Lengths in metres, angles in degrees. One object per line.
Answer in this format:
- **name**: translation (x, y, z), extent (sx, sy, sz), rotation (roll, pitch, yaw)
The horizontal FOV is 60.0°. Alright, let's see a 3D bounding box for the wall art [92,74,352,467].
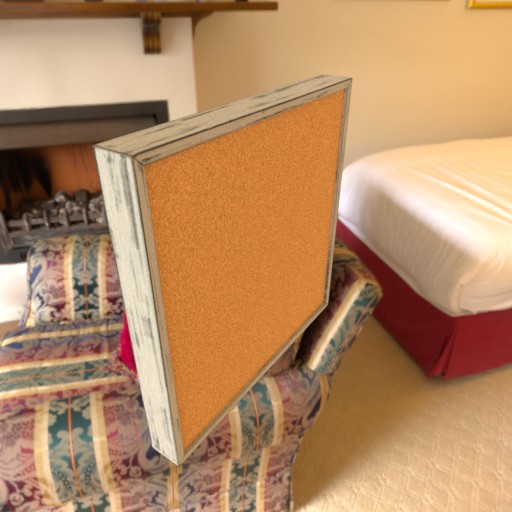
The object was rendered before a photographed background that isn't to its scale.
- **wall art**: translation (0.000, 0.000, 0.453), extent (0.036, 0.303, 0.303), rotation (20, 37, 29)
